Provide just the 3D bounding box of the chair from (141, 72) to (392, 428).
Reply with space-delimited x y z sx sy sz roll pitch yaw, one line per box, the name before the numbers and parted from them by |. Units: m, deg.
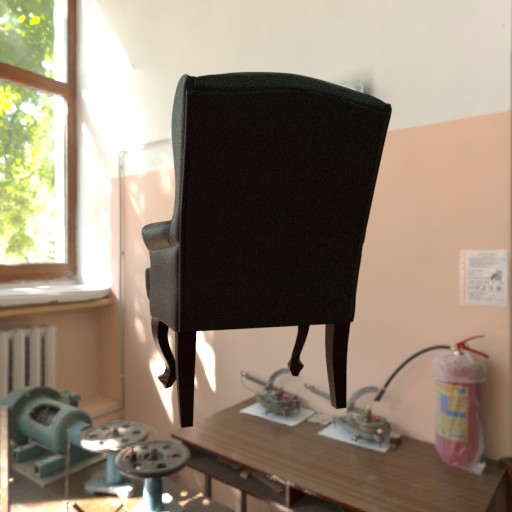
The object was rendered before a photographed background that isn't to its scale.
chair | 0.000 0.000 1.699 0.831 1.133 0.822 0 0 -18
